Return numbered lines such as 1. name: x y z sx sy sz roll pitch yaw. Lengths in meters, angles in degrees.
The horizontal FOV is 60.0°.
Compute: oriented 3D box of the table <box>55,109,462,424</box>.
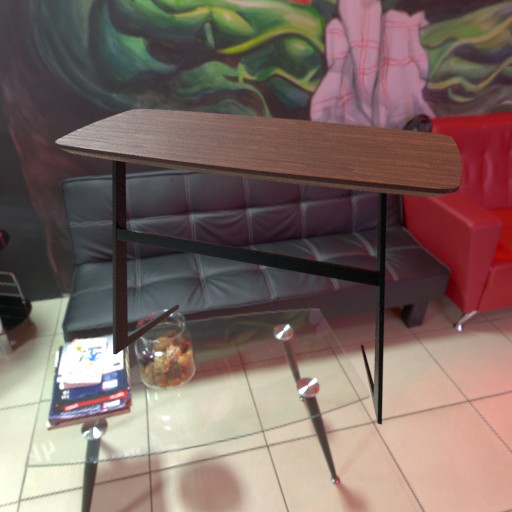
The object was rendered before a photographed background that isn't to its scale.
1. table: 0.000 0.000 1.080 0.804 0.576 0.361 10 32 16
